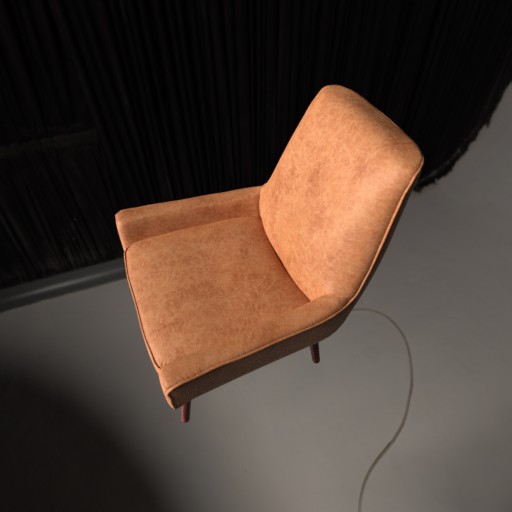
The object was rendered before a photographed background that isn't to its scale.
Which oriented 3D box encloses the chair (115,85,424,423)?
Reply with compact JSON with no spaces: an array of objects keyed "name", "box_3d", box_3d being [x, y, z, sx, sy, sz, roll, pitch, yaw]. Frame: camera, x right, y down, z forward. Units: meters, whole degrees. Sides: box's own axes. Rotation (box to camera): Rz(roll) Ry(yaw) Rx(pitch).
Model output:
[{"name":"chair","box_3d":[0.000,0.000,1.502,0.851,0.883,0.753,-17,49,-15]}]
